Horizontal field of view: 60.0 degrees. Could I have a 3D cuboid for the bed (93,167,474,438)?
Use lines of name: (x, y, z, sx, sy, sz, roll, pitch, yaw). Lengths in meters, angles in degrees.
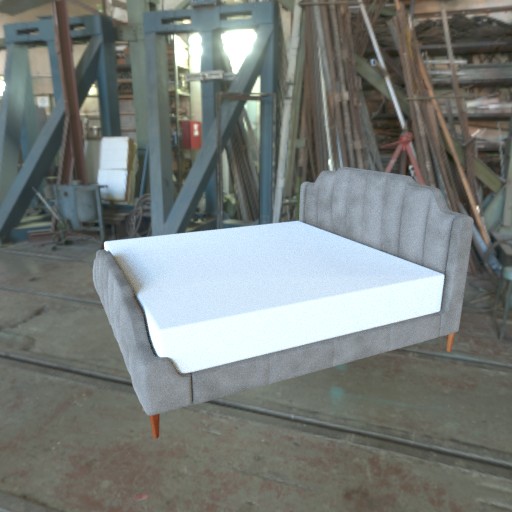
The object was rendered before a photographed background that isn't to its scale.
bed: (0.000, 0.000, 3.550, 2.340, 1.245, 2.074, -8, 18, -25)
